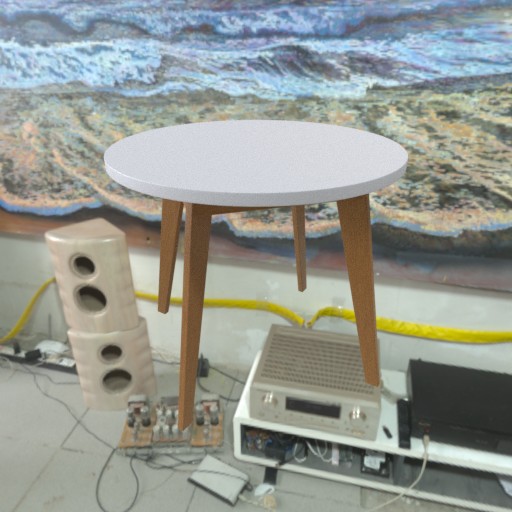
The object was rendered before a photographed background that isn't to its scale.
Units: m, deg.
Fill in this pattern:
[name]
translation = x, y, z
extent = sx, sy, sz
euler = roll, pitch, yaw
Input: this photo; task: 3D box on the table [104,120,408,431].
[table]
translation = 0.000, 0.000, 1.537
extent = 0.896, 0.762, 0.896
euler = 0, 27, 0
